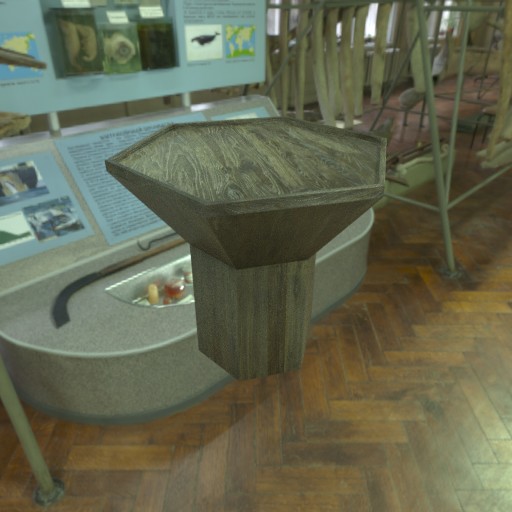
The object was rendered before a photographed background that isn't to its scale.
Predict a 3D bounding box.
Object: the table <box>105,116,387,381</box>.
[{"bbox_3d":[0.000,0.000,1.190,0.592,0.586,0.683,8,31,13],"label":"table"}]
